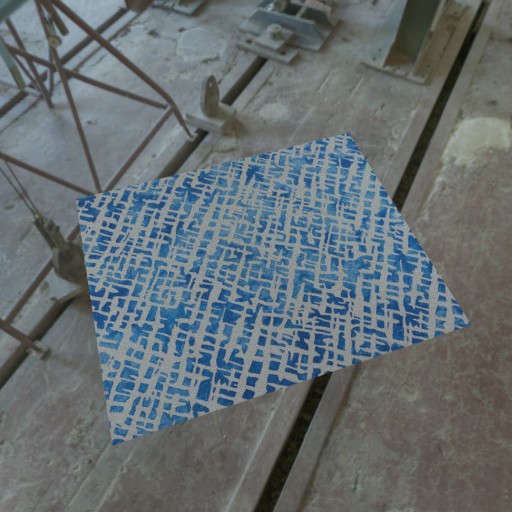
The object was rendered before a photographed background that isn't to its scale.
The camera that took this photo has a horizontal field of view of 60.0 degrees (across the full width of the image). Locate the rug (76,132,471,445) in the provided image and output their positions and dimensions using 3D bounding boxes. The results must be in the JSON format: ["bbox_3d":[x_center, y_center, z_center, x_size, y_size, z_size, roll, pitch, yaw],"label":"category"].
[{"bbox_3d":[0.000,0.000,4.086,3.007,0.007,2.435,-16,59,-10],"label":"rug"}]
